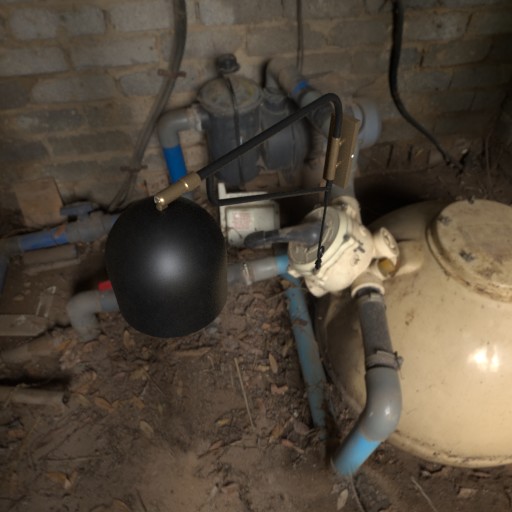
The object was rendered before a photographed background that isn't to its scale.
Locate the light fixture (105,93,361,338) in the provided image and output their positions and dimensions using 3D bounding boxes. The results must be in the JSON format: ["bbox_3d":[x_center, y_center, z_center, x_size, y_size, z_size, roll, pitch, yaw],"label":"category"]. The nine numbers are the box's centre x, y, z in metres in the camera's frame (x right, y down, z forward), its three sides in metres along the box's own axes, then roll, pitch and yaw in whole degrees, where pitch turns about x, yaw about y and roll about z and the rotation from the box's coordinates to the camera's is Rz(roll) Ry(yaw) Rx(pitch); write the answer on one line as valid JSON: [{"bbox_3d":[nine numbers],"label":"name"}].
[{"bbox_3d":[0.000,0.000,1.085,0.215,0.696,0.720,32,55,26],"label":"light fixture"}]
